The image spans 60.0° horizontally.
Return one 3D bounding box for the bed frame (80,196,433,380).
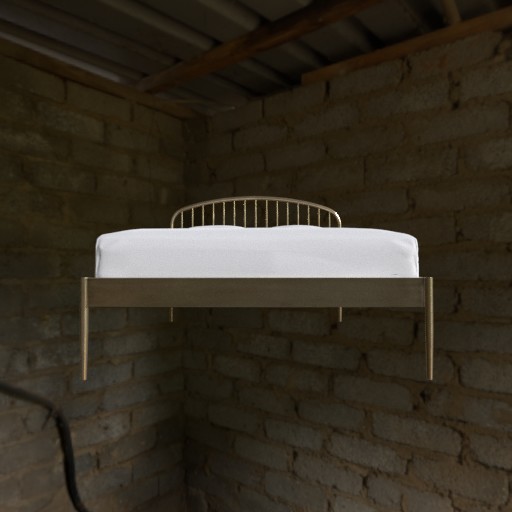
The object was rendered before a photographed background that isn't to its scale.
[{"bbox_3d":[0.000,0.000,3.091,1.612,1.175,2.152,0,-1,0],"label":"bed frame"}]
